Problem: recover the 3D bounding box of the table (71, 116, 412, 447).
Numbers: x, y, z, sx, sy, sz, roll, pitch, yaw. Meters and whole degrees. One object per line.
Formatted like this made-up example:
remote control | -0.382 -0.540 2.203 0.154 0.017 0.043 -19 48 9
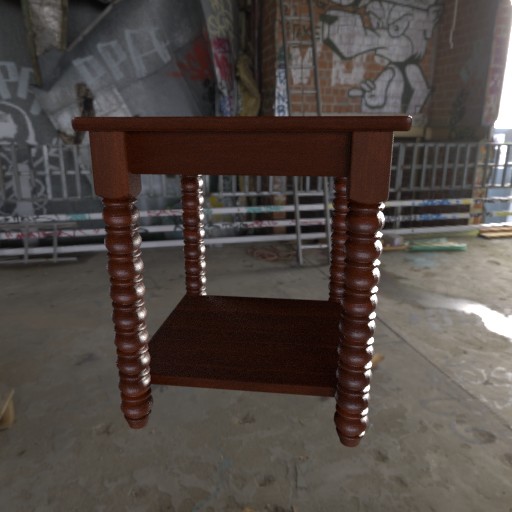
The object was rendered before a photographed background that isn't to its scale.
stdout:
table | 0.000 0.000 0.966 0.500 0.567 0.533 2 16 7
